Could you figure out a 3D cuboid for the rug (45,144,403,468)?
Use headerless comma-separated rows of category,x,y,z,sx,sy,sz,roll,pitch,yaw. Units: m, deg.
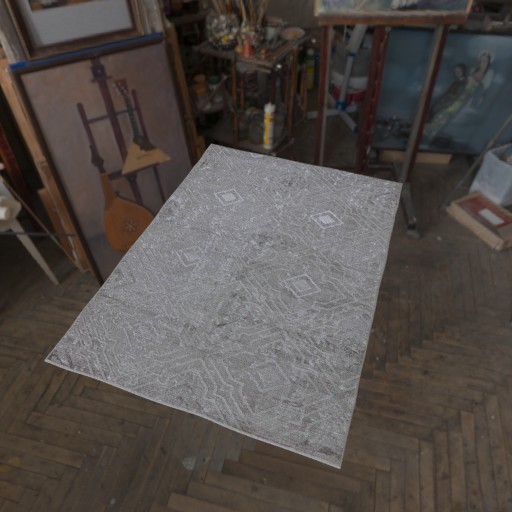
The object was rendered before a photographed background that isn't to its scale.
rug,0.000,0.000,4.384,2.448,0.020,3.359,15,49,13
